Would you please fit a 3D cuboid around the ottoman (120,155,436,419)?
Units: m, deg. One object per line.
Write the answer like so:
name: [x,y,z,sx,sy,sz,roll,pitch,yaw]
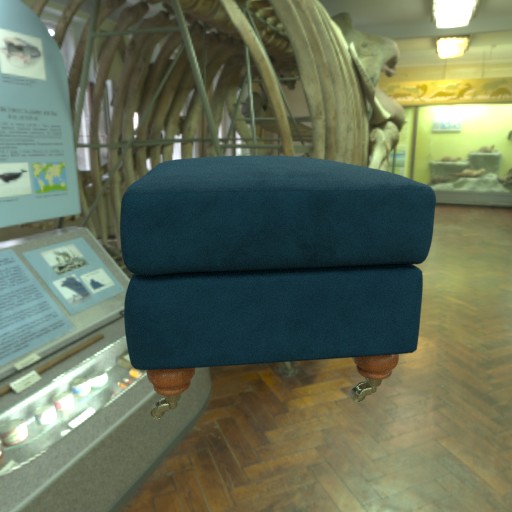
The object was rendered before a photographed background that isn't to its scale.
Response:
ottoman: [0.000,0.000,1.152,0.572,0.503,0.773,-2,15,-8]
